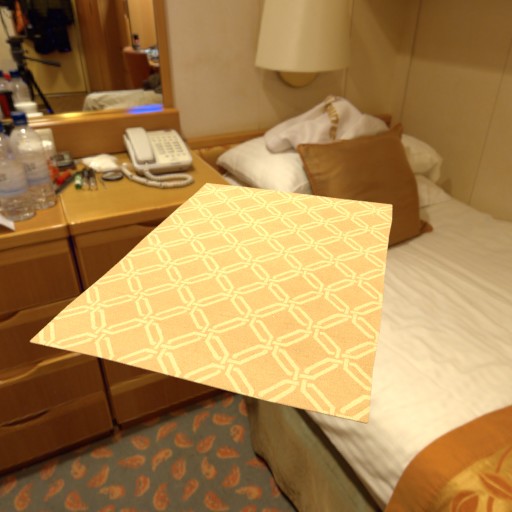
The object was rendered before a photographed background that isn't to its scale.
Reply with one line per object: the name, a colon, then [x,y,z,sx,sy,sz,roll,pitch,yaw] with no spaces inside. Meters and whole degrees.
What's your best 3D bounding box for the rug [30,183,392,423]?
rug: [0.000,0.000,4.300,2.452,0.020,3.365,9,31,15]
